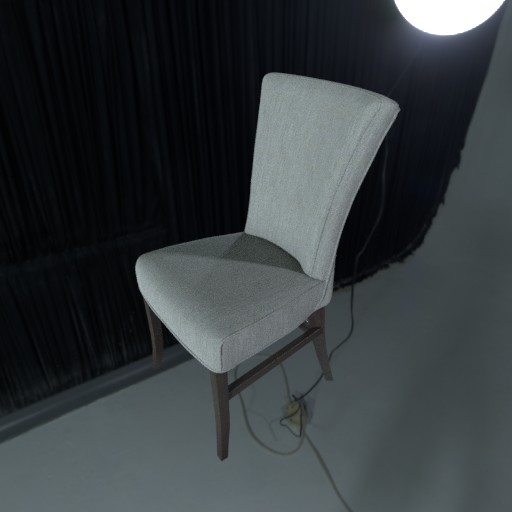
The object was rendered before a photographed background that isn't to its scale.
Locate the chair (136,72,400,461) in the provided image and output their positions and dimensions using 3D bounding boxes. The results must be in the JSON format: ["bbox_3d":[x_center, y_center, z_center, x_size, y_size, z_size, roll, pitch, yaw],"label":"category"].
[{"bbox_3d":[0.000,0.000,1.404,0.660,0.991,0.520,-21,37,-30],"label":"chair"}]
